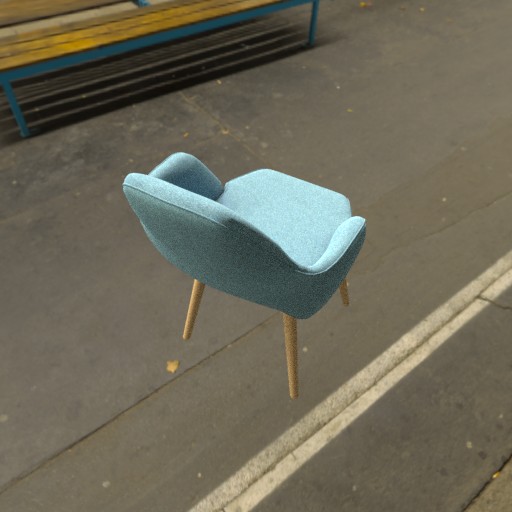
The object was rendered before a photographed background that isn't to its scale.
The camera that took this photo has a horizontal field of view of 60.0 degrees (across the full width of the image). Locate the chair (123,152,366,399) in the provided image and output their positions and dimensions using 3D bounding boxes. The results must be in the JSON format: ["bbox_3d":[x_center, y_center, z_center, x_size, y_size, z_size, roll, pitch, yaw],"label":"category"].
[{"bbox_3d":[0.000,0.000,1.315,0.589,0.920,0.666,24,52,20],"label":"chair"}]
